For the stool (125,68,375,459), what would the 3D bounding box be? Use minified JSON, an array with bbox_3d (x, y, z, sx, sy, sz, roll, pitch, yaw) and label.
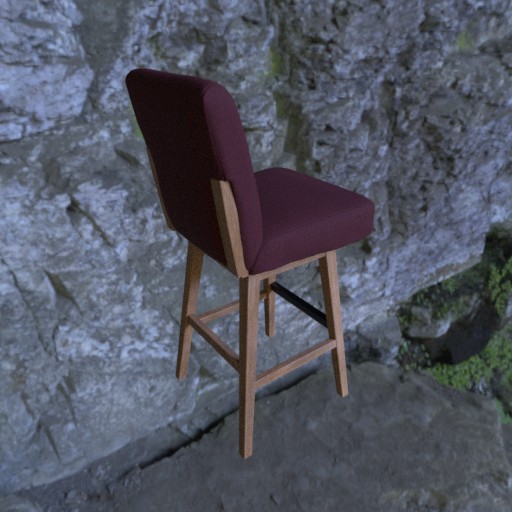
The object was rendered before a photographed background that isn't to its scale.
[{"bbox_3d":[0.000,0.000,1.387,0.562,1.093,0.468,-19,33,-32],"label":"stool"}]
